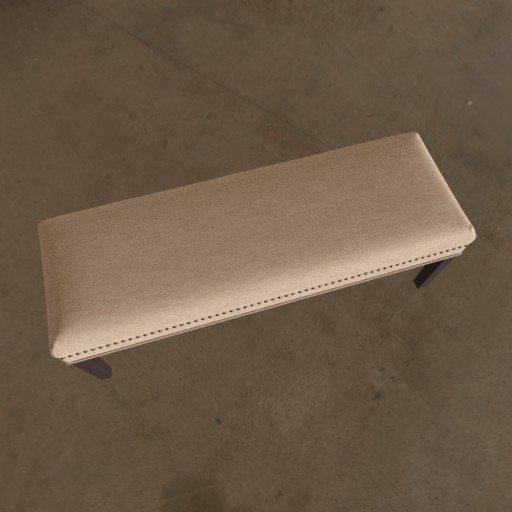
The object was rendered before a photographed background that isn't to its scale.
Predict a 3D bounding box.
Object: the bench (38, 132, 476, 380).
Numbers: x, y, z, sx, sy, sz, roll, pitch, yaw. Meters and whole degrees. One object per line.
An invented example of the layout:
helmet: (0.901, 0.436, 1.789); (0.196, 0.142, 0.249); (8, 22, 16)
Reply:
bench: (0.000, 0.000, 1.444); (1.219, 0.457, 0.410); (-15, 65, -7)
